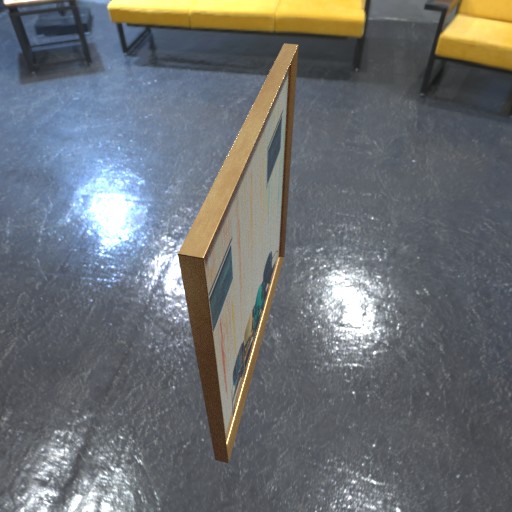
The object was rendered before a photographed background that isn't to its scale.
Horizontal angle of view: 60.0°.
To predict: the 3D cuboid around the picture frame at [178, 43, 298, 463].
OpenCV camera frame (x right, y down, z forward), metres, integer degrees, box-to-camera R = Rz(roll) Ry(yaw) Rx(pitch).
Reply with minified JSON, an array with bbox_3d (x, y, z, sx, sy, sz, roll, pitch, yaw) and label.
[{"bbox_3d":[0.000,0.000,1.124,0.037,0.761,0.758,10,47,9],"label":"picture frame"}]
